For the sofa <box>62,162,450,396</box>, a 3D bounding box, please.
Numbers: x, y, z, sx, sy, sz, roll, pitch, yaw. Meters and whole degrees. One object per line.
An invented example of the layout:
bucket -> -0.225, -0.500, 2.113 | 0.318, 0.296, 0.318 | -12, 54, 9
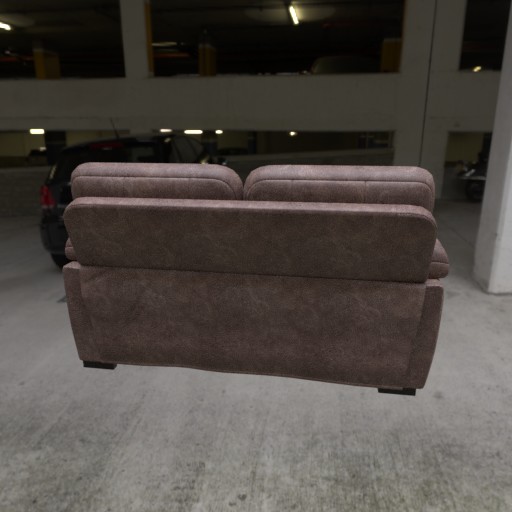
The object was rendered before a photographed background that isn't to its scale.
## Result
sofa -> 0.000, 0.000, 2.315 | 1.753, 0.991, 0.991 | 2, 16, 9
